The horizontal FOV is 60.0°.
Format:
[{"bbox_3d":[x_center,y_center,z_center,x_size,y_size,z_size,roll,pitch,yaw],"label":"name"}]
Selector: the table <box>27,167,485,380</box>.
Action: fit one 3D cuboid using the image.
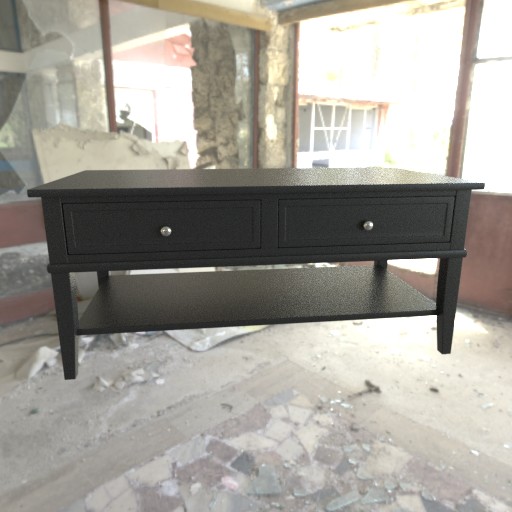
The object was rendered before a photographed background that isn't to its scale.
[{"bbox_3d":[0.000,0.000,1.311,1.044,0.470,0.523,-2,16,-7],"label":"table"}]
